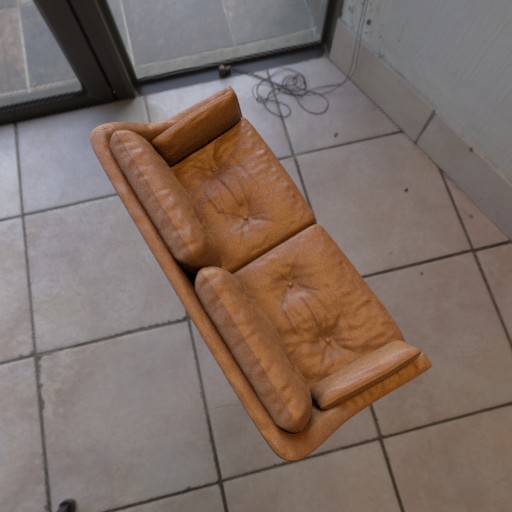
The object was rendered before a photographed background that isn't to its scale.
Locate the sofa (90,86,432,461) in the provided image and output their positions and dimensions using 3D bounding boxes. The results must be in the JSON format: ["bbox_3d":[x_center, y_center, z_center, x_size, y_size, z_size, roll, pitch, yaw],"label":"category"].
[{"bbox_3d":[0.000,0.000,2.393,0.904,0.839,1.902,-31,76,-9],"label":"sofa"}]
